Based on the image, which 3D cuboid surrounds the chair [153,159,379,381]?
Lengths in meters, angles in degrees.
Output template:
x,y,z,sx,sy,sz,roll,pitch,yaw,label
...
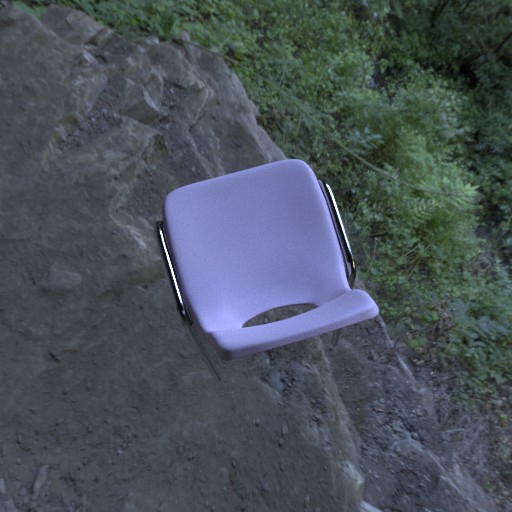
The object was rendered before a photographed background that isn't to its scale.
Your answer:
x,y,z,sx,sy,sz,roll,pitch,yaw,label
0.000,0.000,0.942,0.381,0.704,0.436,-16,75,-4,chair
